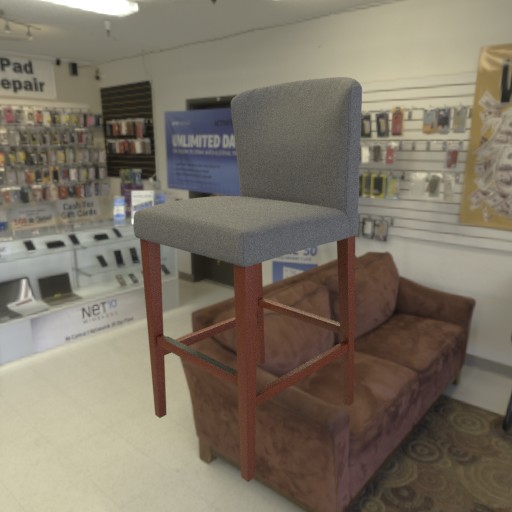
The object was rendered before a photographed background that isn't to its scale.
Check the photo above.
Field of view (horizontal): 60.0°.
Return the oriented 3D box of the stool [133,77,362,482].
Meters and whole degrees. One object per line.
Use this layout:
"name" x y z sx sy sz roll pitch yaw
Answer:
"stool" 0.000 0.000 1.367 0.481 1.069 0.568 14 20 42
